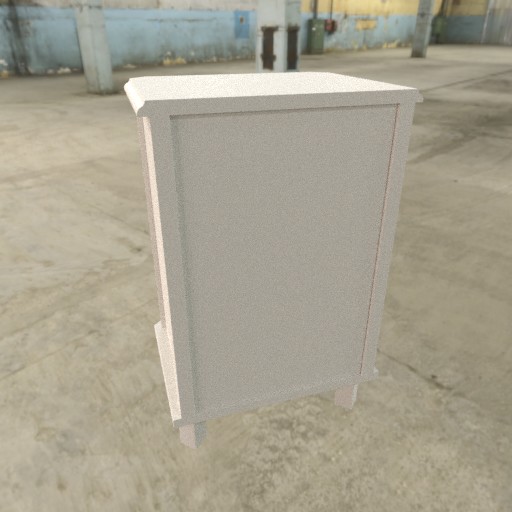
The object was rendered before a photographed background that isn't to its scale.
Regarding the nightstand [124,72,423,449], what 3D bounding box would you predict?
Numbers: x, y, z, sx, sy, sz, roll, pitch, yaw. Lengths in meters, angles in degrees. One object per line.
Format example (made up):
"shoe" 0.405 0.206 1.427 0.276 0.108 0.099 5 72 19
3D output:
"nightstand" 0.000 0.000 0.926 0.435 0.681 0.351 -8 28 -16
